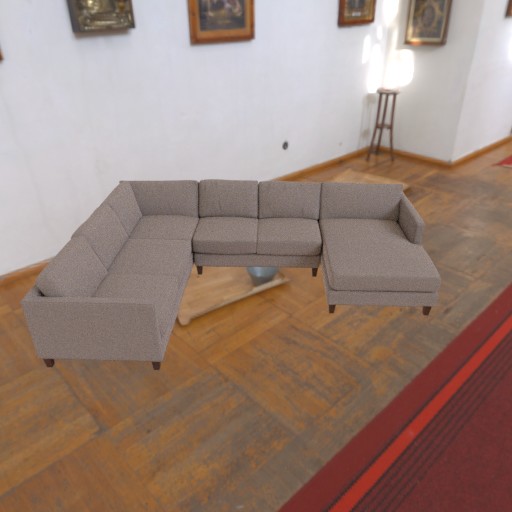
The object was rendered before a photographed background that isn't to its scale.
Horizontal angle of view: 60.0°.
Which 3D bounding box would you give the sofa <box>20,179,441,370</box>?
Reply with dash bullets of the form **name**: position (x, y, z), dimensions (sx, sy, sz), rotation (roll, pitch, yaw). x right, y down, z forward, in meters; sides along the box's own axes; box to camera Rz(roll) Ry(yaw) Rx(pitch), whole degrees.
- **sofa**: position (0.000, 0.000, 4.406), dimensions (3.438, 0.865, 2.424), rotation (1, 29, 2)
